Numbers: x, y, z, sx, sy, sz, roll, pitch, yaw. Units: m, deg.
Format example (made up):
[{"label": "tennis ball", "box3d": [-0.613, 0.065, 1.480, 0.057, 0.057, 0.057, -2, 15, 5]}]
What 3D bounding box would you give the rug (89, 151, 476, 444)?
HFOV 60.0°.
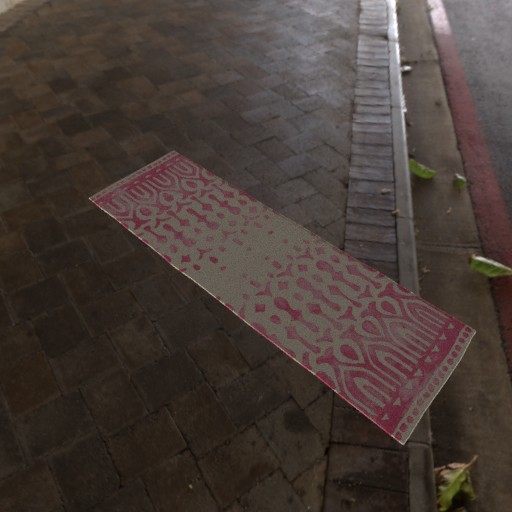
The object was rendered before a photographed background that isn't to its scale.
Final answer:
[{"label": "rug", "box3d": [0.000, 0.000, 2.681, 2.458, 0.011, 0.787, 34, 56, 28]}]
